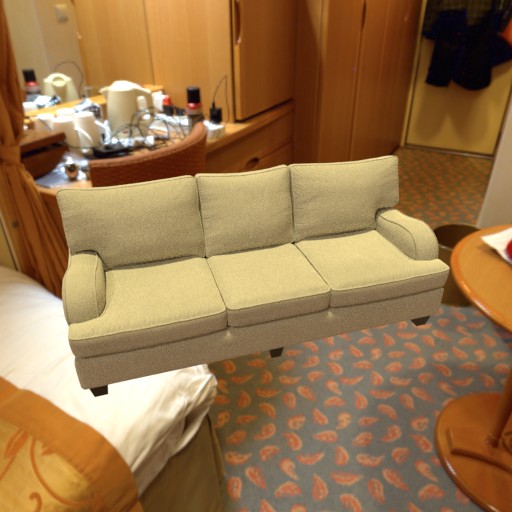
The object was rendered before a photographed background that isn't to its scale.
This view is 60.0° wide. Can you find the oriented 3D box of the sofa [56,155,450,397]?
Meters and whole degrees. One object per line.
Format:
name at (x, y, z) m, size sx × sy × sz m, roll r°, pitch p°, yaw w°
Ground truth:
sofa at (0.000, 0.000, 2.908) m, size 2.323 × 0.991 × 1.016 m, roll -9°, pitch 32°, yaw -15°
